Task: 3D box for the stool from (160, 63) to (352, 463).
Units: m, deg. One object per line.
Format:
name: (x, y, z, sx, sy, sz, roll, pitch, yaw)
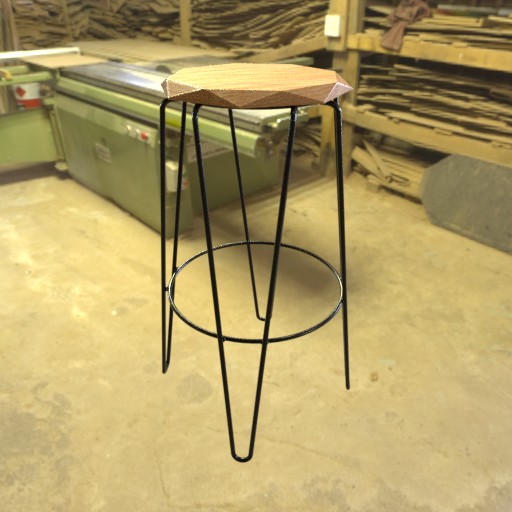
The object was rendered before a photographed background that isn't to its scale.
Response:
stool: (0.000, 0.000, 0.797, 0.326, 0.610, 0.326, -22, 37, -32)
